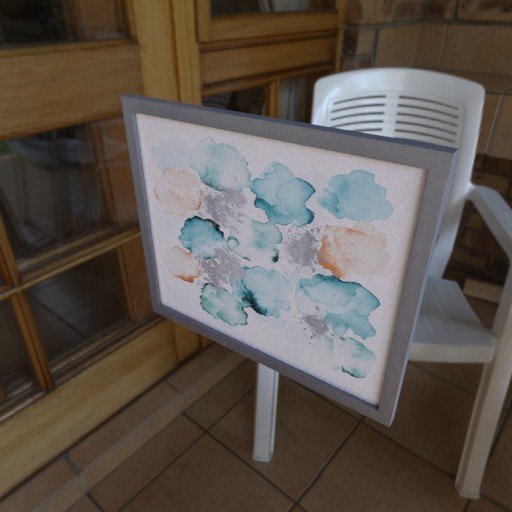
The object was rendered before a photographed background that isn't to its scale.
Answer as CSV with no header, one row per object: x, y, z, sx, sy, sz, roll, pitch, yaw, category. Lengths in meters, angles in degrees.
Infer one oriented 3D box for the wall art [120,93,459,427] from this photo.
0.000,0.000,0.905,0.660,0.558,0.026,19,36,29,wall art
